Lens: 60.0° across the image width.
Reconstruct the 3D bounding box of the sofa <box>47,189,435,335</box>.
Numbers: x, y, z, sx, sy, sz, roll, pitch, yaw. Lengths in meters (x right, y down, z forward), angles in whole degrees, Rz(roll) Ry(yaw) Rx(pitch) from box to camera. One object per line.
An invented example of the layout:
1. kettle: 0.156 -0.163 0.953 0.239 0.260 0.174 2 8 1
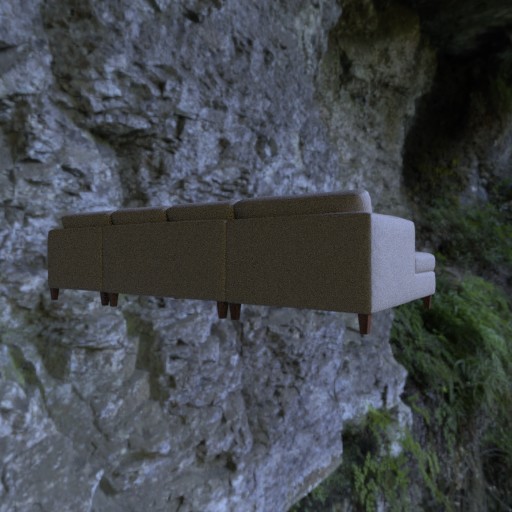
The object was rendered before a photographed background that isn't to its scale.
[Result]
1. sofa: 0.000 0.000 4.518 3.403 0.889 2.551 0 1 35
